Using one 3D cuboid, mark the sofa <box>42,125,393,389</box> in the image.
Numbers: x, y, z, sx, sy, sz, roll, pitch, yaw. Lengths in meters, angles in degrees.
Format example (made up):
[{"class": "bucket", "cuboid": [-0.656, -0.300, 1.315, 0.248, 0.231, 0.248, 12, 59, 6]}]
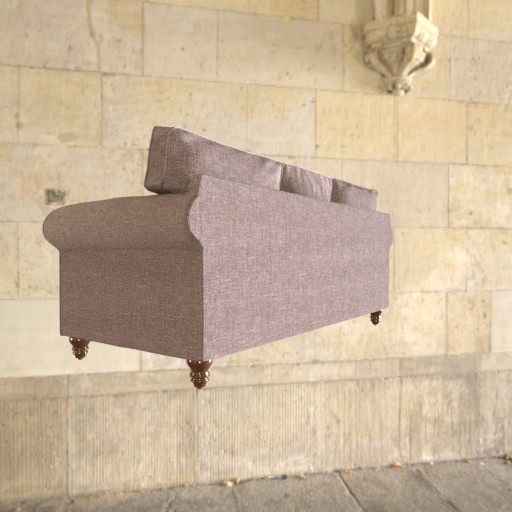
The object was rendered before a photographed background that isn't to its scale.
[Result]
[{"class": "sofa", "cuboid": [0.000, 0.000, 2.555, 0.916, 0.961, 2.084, 0, 0, 36]}]
